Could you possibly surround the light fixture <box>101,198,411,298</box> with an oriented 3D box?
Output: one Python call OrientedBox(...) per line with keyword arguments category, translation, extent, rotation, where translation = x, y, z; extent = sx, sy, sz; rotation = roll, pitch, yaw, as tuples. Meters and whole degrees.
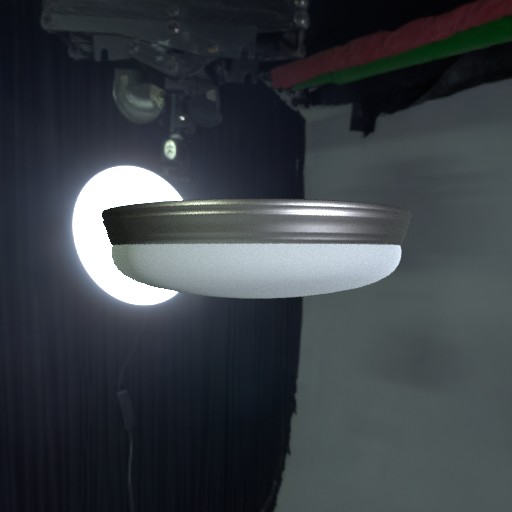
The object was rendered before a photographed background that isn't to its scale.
OrientedBox(category="light fixture", translation=(0.000, 0.000, 0.556), extent=(0.368, 0.100, 0.368), rotation=(0, 1, 0))
